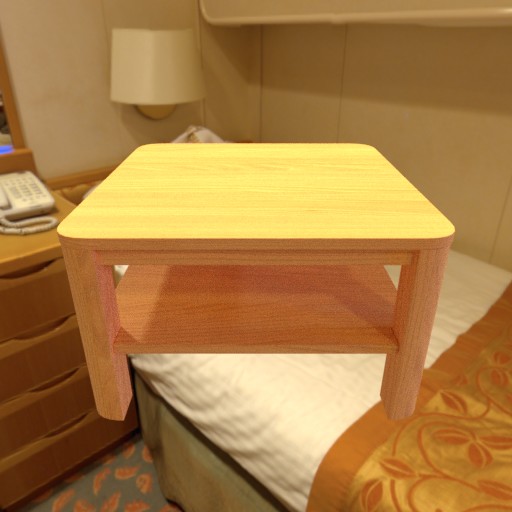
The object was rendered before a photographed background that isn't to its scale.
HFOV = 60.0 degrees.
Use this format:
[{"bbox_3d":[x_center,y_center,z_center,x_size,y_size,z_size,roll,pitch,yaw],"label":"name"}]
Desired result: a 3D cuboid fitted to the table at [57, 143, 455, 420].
[{"bbox_3d":[0.000,0.000,1.223,0.750,0.450,0.750,0,27,0],"label":"table"}]
